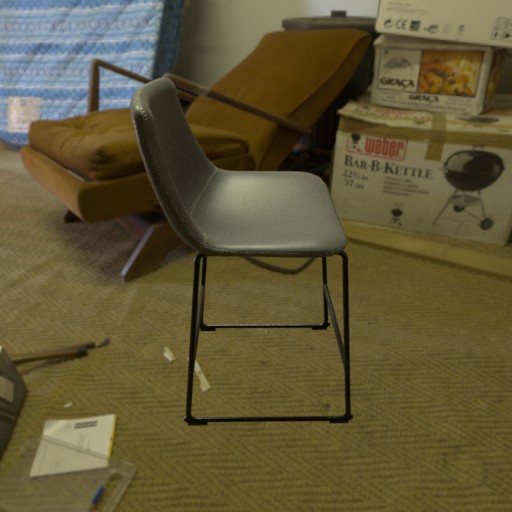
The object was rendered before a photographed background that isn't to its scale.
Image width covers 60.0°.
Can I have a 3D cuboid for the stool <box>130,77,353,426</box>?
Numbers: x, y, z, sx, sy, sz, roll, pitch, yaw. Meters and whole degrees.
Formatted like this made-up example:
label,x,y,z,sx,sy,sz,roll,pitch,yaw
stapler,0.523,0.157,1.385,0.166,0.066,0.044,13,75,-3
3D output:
label,x,y,z,sx,sy,sz,roll,pitch,yaw
stool,0.000,0.000,1.214,0.546,0.876,0.470,-1,32,-1
